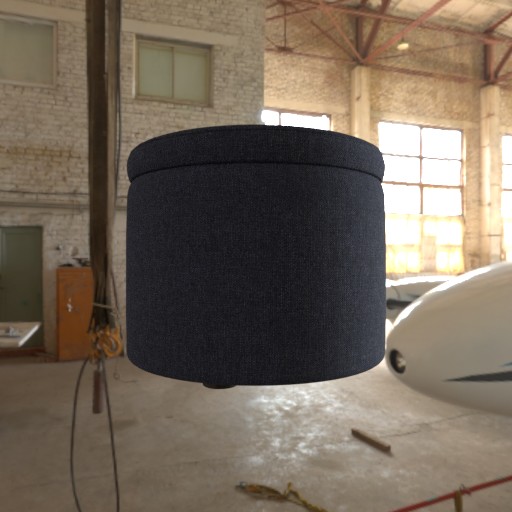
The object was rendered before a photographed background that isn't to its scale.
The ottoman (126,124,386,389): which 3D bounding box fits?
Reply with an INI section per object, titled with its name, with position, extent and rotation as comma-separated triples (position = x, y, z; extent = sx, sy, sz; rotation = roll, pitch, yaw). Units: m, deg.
[ottoman]
position = 0.000, 0.000, 0.923
extent = 0.520, 0.430, 0.520
rotation = 0, 0, 0
